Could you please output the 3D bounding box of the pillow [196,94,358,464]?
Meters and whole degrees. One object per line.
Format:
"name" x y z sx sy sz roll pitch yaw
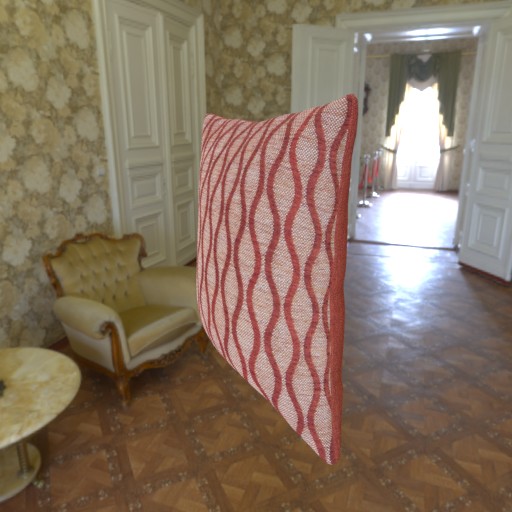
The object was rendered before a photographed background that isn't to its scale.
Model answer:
"pillow" 0.000 0.000 0.672 0.159 0.434 0.429 -8 17 -25
